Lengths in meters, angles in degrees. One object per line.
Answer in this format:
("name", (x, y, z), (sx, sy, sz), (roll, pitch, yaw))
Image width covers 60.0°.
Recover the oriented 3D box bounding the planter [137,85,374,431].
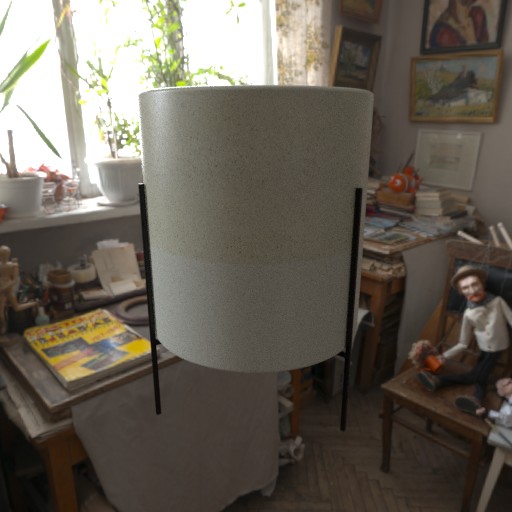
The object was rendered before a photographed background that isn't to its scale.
("planter", (0.000, 0.000, 0.698), (0.324, 0.483, 0.333), (2, 17, 7))
